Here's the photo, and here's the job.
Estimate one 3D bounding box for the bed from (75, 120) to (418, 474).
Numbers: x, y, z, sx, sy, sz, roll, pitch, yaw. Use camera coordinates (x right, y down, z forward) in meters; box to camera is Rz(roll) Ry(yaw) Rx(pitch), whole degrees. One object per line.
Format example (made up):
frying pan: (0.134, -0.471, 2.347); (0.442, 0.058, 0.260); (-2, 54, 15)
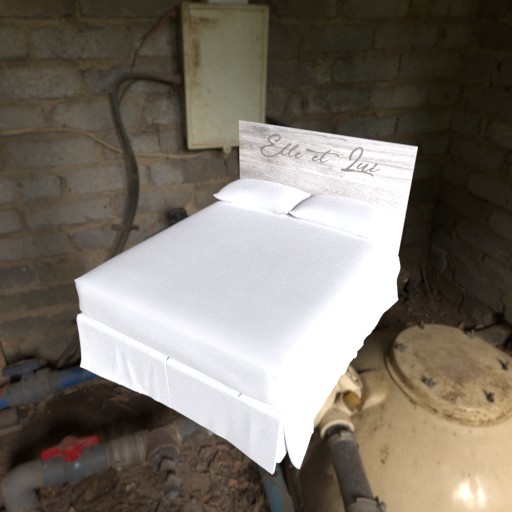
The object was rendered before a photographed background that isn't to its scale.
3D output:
bed: (0.000, 0.000, 3.218); (1.745, 1.335, 2.094); (18, 34, 28)
